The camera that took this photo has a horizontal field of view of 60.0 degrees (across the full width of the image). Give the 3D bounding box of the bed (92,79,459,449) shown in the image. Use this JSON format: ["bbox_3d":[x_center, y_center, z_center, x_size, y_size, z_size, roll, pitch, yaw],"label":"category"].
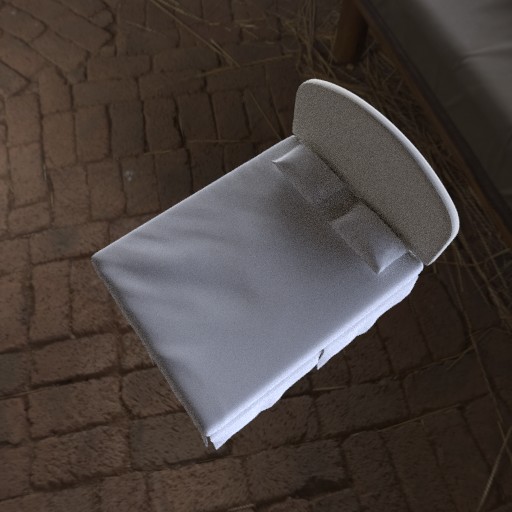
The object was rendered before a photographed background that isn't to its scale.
[{"bbox_3d":[0.000,0.000,3.077,2.005,1.410,1.607,-34,69,-15],"label":"bed"}]
